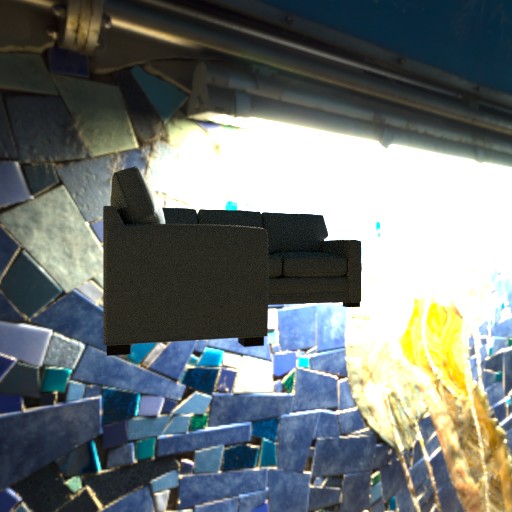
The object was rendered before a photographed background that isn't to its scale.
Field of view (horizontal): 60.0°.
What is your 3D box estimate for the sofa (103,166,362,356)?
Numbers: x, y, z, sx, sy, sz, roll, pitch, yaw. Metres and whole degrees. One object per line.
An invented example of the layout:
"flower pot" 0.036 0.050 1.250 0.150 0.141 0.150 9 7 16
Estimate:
"sofa" 0.000 0.000 3.435 2.211 0.936 2.188 0 0 -18
